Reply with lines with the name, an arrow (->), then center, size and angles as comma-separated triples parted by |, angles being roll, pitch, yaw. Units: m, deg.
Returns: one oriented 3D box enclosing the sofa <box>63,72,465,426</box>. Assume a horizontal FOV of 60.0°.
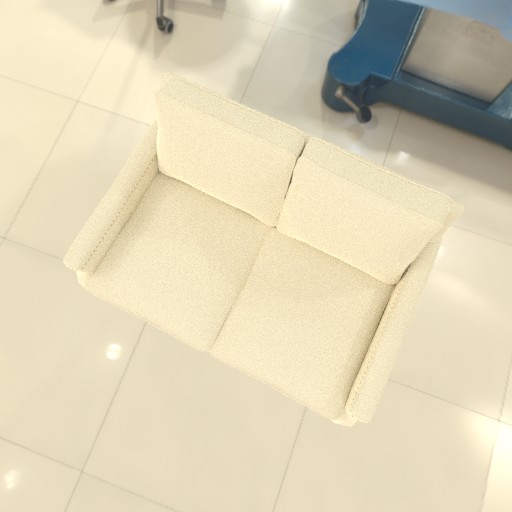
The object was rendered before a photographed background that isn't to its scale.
sofa -> 0.000, 0.000, 2.224 | 1.597, 1.003, 1.084 | 26, 77, 7
